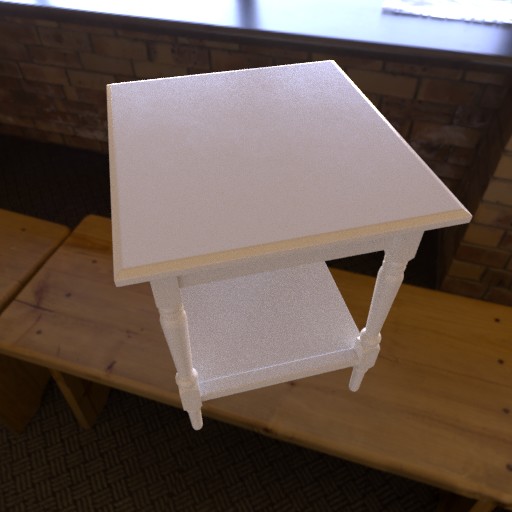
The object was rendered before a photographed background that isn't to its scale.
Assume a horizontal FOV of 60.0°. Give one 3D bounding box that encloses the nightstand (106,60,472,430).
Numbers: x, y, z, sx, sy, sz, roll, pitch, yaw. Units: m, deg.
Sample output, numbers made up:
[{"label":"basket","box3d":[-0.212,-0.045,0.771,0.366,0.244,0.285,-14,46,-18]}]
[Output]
[{"label":"nightstand","box3d":[0.000,0.000,0.907,0.459,0.555,0.505,-10,47,-10]}]
